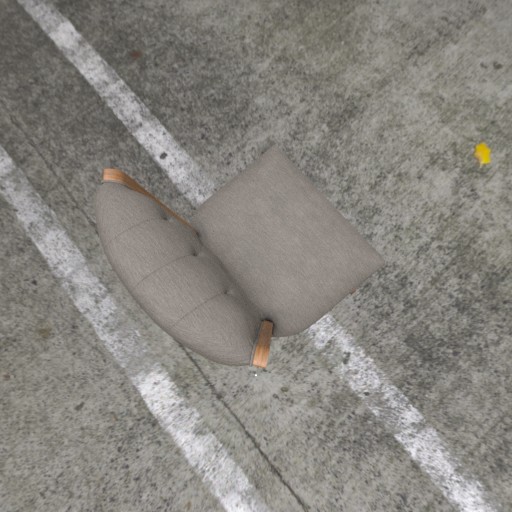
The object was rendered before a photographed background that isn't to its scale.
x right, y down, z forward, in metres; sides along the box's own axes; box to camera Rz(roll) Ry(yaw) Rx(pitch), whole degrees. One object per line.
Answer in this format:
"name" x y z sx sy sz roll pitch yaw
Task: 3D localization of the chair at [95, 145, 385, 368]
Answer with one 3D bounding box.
"chair" 0.000 0.000 1.253 0.584 0.905 0.513 -39 78 -10
